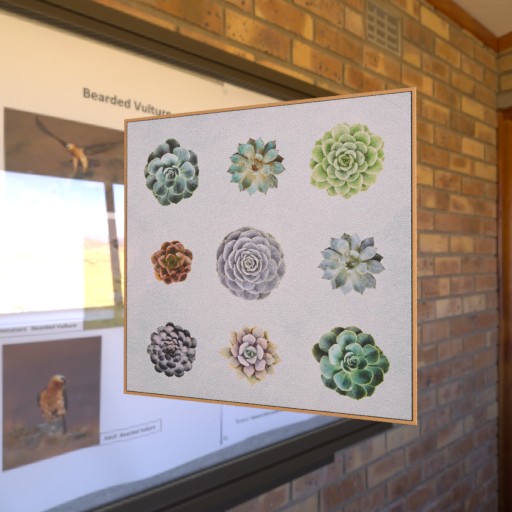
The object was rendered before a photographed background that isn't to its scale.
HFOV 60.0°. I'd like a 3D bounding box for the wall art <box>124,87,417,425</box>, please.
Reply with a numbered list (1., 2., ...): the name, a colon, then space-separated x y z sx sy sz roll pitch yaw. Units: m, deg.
1. wall art: 0.000 0.000 0.671 0.457 0.455 0.013 0 0 18
